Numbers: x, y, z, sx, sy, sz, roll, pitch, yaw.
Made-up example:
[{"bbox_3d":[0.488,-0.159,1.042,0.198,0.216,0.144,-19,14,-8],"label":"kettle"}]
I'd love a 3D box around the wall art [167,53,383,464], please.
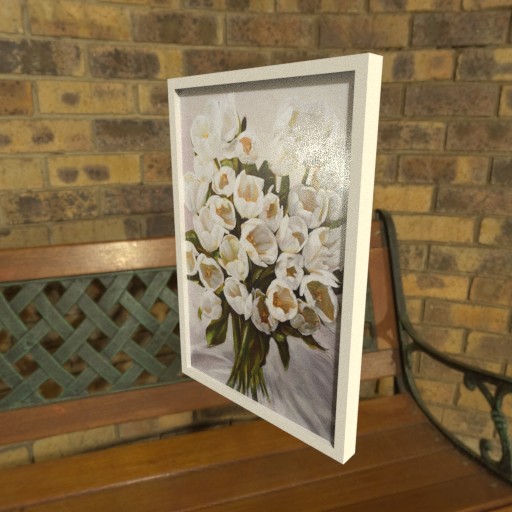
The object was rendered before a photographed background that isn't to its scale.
[{"bbox_3d":[0.000,0.000,0.842,0.450,0.657,0.038,14,21,41],"label":"wall art"}]
